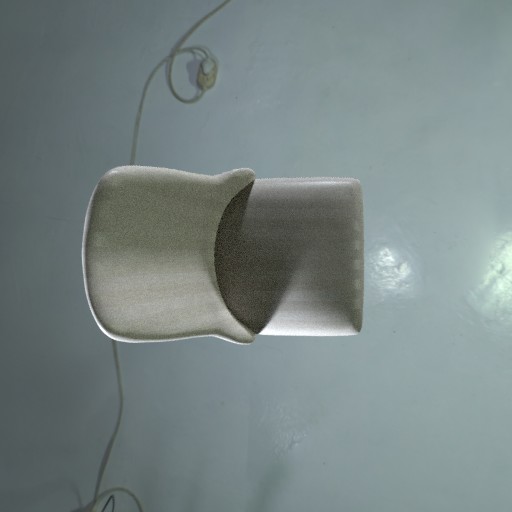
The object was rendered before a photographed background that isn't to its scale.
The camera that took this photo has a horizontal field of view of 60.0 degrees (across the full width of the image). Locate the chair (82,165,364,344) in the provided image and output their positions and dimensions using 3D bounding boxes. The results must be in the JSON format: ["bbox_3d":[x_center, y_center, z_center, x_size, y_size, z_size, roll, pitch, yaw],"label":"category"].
[{"bbox_3d":[0.000,0.000,1.317,0.684,0.917,0.526,0,89,0],"label":"chair"}]
